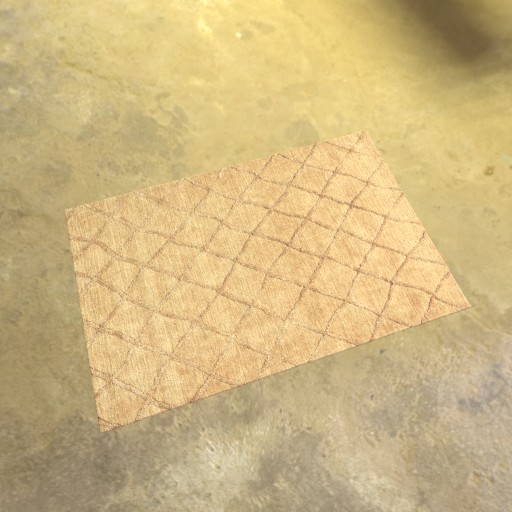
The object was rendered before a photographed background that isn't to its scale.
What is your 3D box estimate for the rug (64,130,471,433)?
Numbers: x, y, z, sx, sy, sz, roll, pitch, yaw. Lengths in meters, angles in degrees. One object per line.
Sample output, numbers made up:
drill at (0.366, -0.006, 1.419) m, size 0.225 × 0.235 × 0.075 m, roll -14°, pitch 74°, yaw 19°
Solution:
rug at (0.000, 0.000, 2.909) m, size 2.292 × 0.014 × 1.528 m, roll -17°, pitch 64°, yaw -8°
